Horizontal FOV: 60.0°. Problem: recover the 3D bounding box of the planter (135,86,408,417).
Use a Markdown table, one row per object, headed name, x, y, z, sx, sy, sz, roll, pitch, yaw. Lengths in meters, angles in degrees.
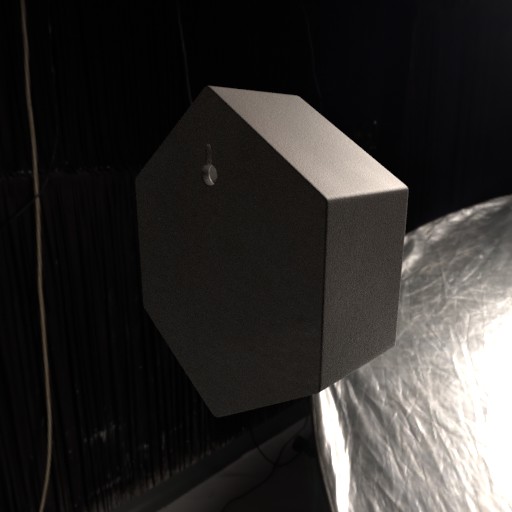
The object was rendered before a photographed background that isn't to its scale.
| name | x | y | z | sx | sy | sz | roll | pitch | yaw |
| --- | --- | --- | --- | --- | --- | --- | --- | --- | --- |
| planter | 0.000 | 0.000 | 0.294 | 0.077 | 0.206 | 0.169 | -13 | 19 | -42 |
